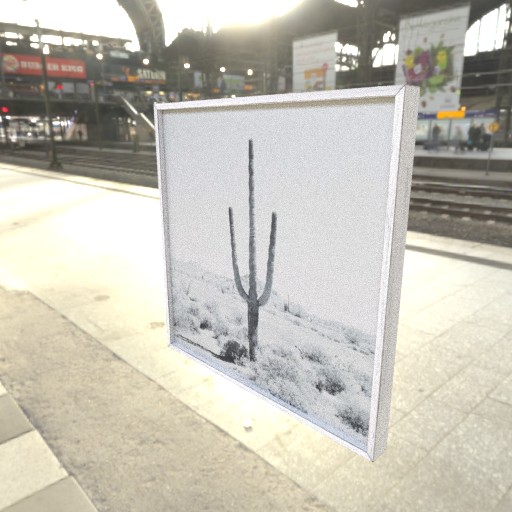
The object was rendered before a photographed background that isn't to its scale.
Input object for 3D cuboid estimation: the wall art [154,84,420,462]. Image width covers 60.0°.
[{"bbox_3d":[0.000,0.000,0.751,0.508,0.508,0.038,15,21,42],"label":"wall art"}]
